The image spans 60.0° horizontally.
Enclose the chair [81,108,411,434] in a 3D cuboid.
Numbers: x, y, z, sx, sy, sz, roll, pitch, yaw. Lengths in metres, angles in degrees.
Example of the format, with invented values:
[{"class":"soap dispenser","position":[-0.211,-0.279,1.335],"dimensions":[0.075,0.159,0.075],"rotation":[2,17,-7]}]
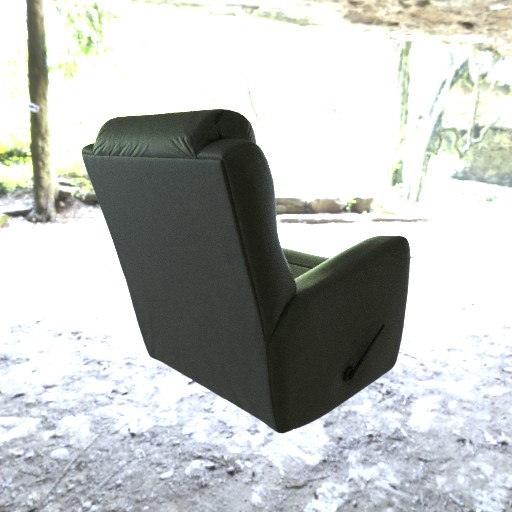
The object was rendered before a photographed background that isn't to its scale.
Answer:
[{"class":"chair","position":[0.000,0.000,1.871],"dimensions":[0.967,1.116,1.068],"rotation":[14,19,43]}]
